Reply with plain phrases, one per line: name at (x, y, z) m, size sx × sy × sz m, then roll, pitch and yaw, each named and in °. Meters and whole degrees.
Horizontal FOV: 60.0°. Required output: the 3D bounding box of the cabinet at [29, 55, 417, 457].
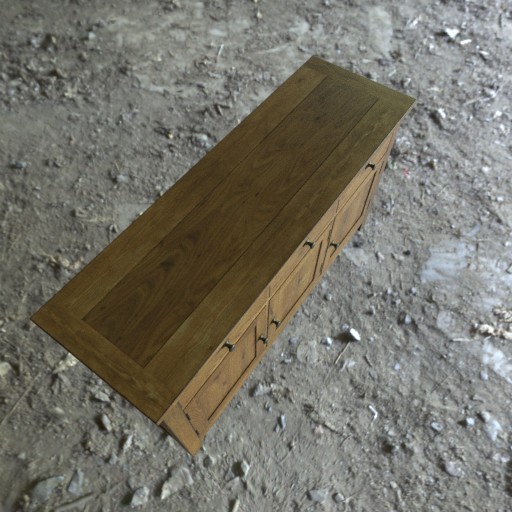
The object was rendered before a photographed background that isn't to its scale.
cabinet at (0.000, 0.000, 1.809) m, size 0.480 × 0.813 × 1.474 m, roll 32°, pitch 63°, yaw 18°
